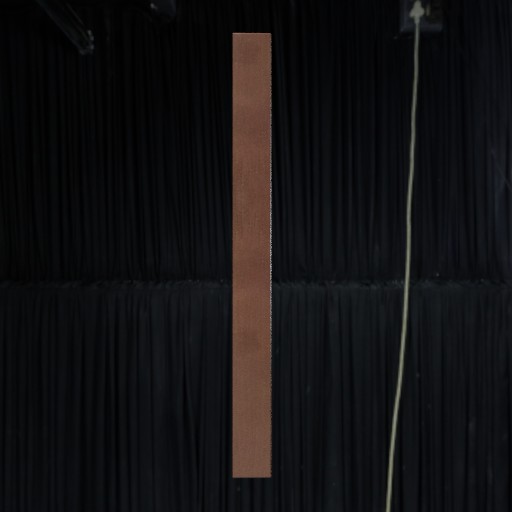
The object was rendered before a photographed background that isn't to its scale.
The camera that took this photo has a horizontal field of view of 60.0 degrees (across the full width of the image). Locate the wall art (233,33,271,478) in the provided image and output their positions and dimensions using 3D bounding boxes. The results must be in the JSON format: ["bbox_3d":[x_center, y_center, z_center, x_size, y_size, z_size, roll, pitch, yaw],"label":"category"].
[{"bbox_3d":[0.000,0.000,0.602,0.035,0.403,0.403,0,0,1],"label":"wall art"}]
